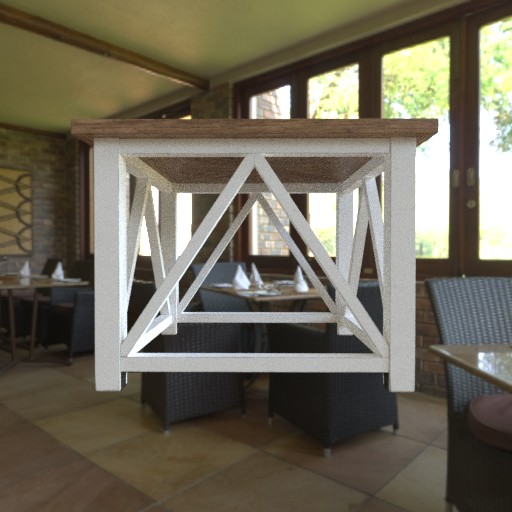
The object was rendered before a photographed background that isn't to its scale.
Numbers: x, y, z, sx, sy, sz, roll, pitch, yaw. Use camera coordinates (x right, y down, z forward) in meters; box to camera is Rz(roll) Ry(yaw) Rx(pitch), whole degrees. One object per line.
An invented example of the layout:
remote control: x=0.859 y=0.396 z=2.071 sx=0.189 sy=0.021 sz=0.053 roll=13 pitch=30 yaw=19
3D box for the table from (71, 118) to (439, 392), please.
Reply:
table: x=0.000 y=0.000 z=1.195 sx=0.700 sy=0.532 sz=0.700 roll=0 pitch=1 yaw=1
